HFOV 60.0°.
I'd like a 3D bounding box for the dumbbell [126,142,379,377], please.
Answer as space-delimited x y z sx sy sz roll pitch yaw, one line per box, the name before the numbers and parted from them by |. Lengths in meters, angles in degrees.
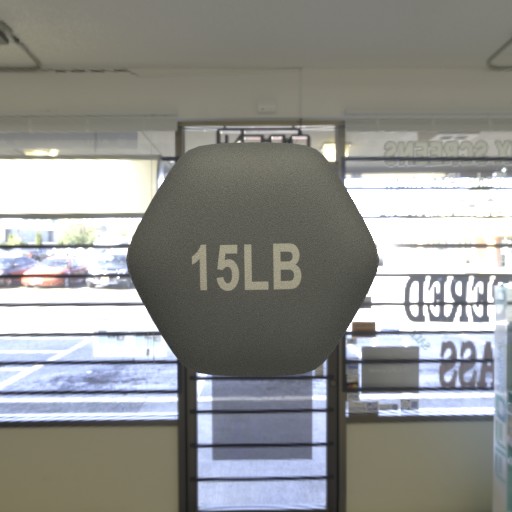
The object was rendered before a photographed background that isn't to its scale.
dumbbell | 0.000 0.000 0.300 0.116 0.105 0.240 0 1 2
